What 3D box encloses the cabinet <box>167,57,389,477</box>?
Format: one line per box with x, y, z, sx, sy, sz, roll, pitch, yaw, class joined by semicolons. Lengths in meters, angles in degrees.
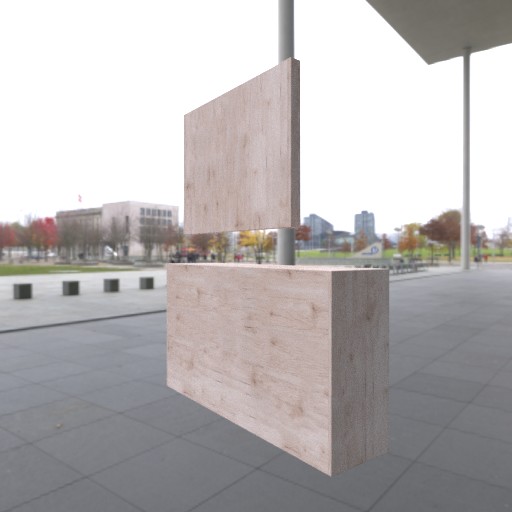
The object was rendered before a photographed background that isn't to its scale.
0.000;0.000;2.789;0.420;1.981;1.700;0;1;-37;cabinet
